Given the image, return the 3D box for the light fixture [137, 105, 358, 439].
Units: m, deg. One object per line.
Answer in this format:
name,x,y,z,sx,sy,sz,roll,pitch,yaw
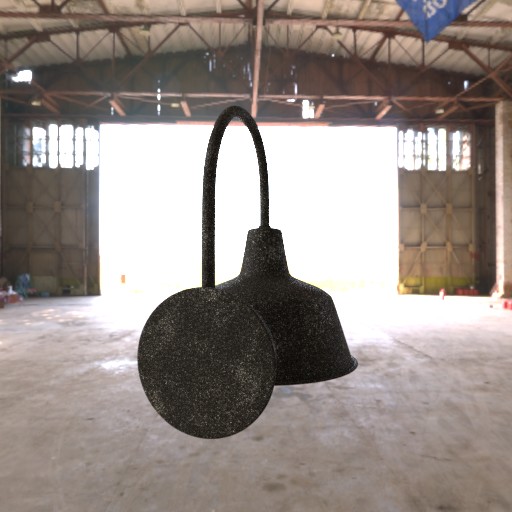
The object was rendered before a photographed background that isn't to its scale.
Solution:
light fixture,0.000,0.000,0.495,0.216,0.300,0.283,0,-1,18
